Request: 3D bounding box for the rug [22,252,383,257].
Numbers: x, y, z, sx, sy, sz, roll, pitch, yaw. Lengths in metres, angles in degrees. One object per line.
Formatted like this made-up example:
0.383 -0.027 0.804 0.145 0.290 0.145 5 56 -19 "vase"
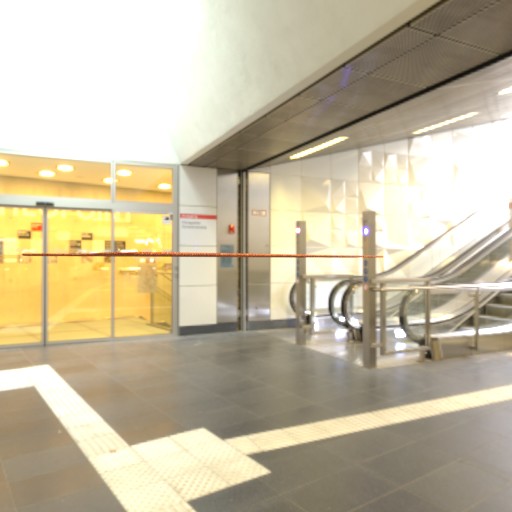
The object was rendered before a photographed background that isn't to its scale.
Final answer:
0.000 0.000 2.519 0.687 0.012 2.307 0 0 35 "rug"
